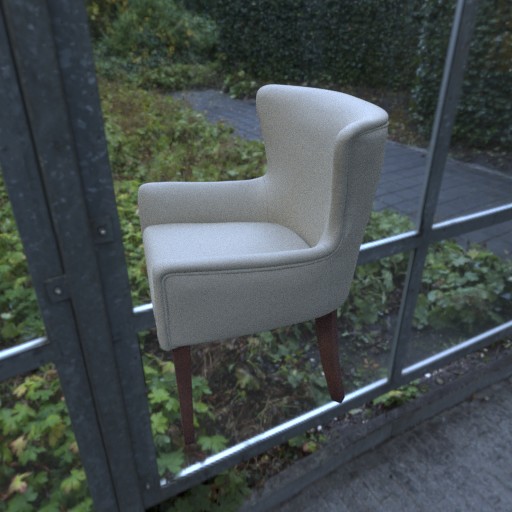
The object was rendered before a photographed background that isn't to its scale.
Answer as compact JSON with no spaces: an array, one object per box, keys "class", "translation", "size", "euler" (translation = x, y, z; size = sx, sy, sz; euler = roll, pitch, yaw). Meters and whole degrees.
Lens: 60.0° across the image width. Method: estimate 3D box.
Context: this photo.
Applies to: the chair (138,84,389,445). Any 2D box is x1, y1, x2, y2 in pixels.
[{"class":"chair","translation":[0.000,0.000,1.425],"size":[0.686,0.952,0.660],"euler":[-8,30,-14]}]
